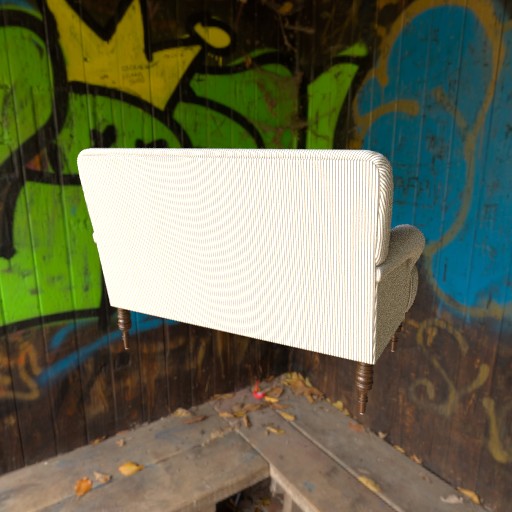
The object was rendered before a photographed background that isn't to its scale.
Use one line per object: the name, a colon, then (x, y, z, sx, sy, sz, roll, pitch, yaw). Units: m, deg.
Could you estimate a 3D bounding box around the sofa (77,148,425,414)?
sofa: (0.000, 0.000, 1.874, 1.297, 0.889, 0.779, 7, 16, 27)
